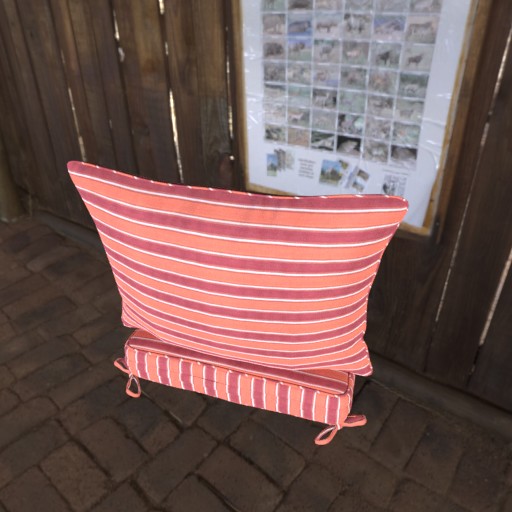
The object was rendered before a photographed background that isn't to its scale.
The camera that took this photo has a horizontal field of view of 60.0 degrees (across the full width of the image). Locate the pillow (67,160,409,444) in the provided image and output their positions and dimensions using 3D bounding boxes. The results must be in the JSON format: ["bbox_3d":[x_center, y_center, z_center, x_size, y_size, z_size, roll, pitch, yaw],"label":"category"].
[{"bbox_3d":[0.000,0.000,1.377,0.799,0.723,0.733,9,32,15],"label":"pillow"}]
